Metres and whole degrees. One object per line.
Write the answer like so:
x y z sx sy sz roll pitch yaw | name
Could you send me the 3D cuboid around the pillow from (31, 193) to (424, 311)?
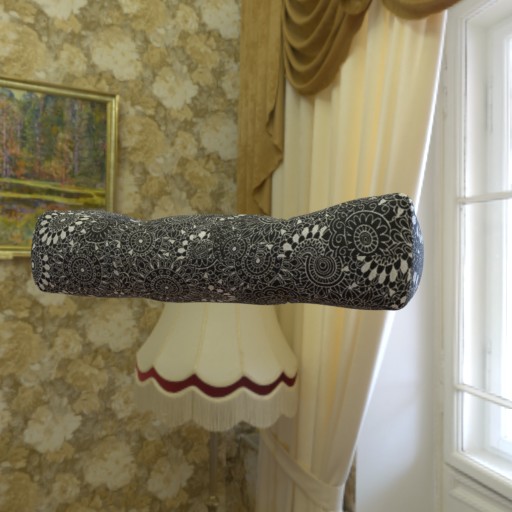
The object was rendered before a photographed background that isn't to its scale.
0.000 0.000 0.713 0.490 0.128 0.468 0 0 18 | pillow
